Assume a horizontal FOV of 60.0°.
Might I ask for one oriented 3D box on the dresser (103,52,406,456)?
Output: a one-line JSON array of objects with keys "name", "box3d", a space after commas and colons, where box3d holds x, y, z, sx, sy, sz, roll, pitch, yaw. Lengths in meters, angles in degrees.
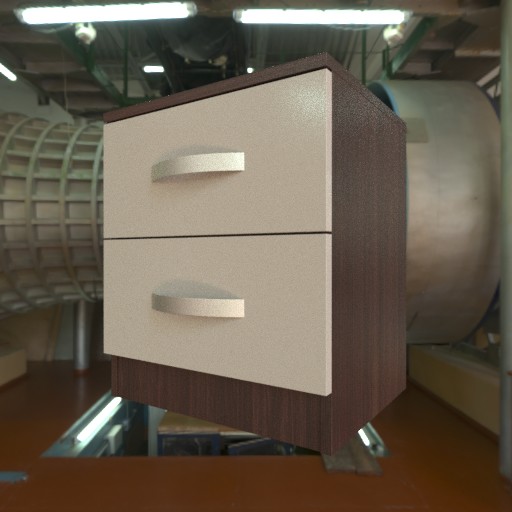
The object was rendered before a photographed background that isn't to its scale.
[{"name": "dresser", "box3d": [0.000, 0.000, 0.747, 0.400, 0.470, 0.360, 0, 0, 34]}]
